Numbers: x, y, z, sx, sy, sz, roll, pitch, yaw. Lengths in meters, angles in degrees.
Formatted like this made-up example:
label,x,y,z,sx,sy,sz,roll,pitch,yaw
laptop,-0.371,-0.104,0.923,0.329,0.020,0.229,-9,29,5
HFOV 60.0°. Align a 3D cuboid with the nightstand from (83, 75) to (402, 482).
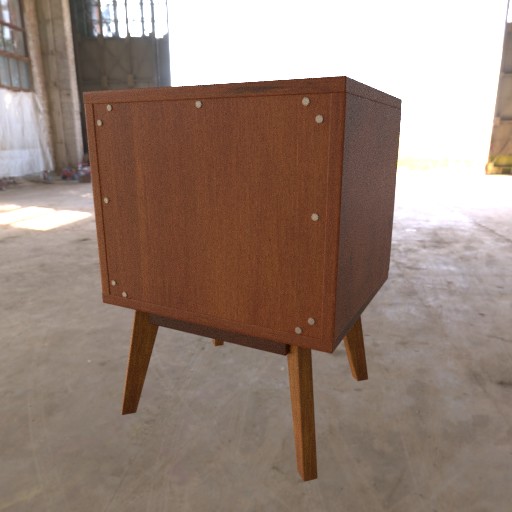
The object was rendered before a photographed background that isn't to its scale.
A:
label,x,y,z,sx,sy,sz,roll,pitch,yaw
nightstand,0.000,0.000,0.905,0.460,0.618,0.411,8,17,26
